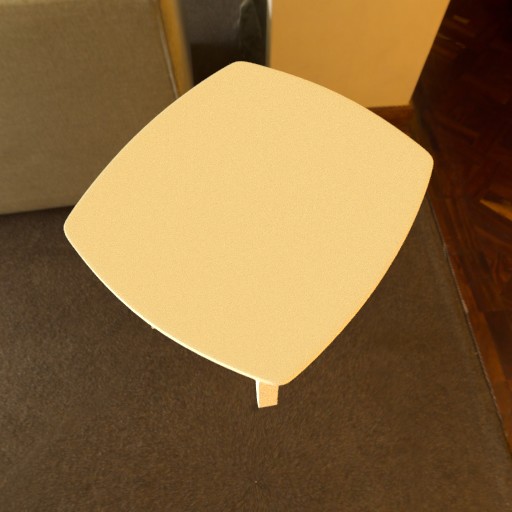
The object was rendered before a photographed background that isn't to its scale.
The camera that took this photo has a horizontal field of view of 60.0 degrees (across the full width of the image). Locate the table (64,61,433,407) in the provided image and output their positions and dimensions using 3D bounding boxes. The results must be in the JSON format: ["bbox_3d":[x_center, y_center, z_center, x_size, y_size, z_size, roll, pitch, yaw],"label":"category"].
[{"bbox_3d":[0.000,0.000,0.871,0.451,0.438,0.502,32,67,15],"label":"table"}]
